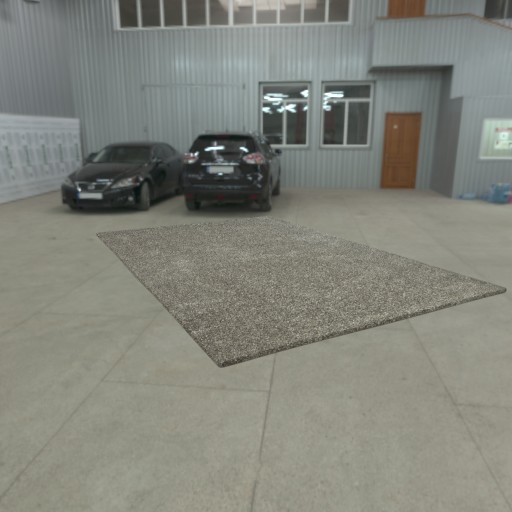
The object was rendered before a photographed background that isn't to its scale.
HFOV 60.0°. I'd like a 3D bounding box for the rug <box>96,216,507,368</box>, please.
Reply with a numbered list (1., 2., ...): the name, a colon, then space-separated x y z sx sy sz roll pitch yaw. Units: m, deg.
1. rug: 0.000 0.000 3.258 1.802 0.026 2.699 -8 17 -28
